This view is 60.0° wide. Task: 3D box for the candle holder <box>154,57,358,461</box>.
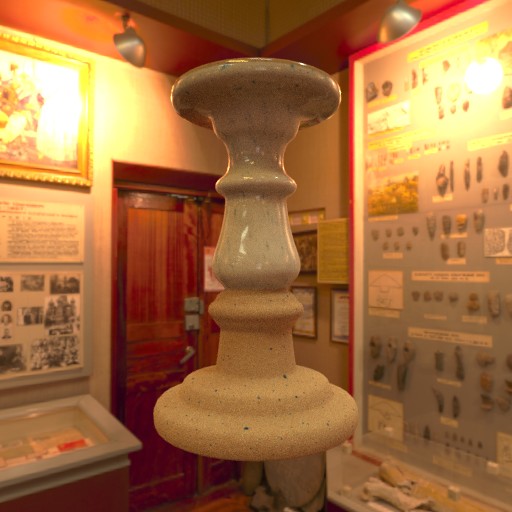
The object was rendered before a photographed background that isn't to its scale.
[{"bbox_3d":[0.000,0.000,0.275,0.123,0.202,0.123,0,-1,0],"label":"candle holder"}]
